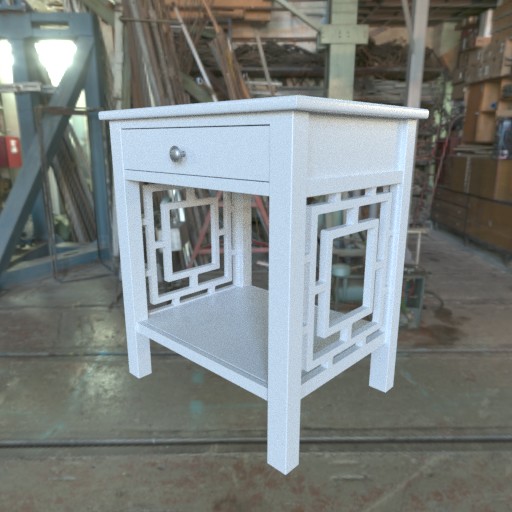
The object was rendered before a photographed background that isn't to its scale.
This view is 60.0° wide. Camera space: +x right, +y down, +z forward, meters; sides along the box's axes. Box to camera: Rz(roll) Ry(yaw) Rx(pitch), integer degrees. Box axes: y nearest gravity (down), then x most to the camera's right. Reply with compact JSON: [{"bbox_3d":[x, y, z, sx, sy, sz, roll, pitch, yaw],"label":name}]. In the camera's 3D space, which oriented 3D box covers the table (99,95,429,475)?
[{"bbox_3d":[0.000,0.000,1.033,0.564,0.646,0.451,14,20,42],"label":"table"}]
